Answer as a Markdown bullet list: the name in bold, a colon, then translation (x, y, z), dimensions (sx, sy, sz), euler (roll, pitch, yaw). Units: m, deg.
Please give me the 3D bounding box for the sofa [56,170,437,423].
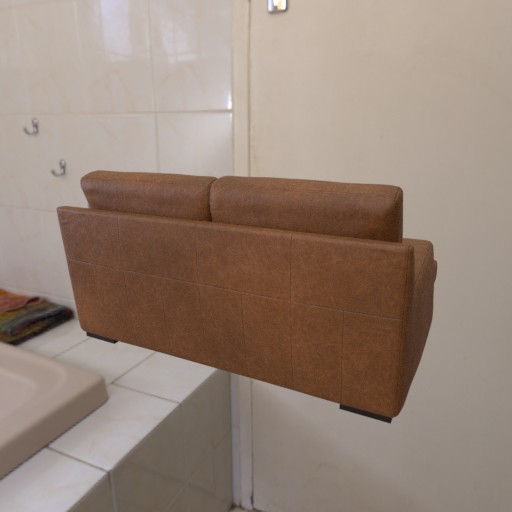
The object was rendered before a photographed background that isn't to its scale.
- **sofa**: translation (0.000, 0.000, 2.490), dimensions (1.880, 0.966, 1.144), euler (8, 18, 26)
